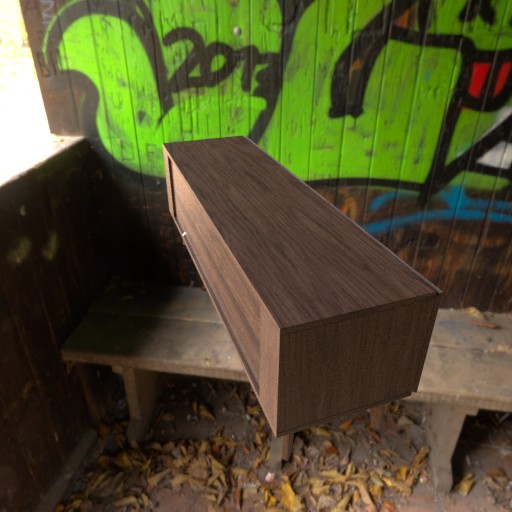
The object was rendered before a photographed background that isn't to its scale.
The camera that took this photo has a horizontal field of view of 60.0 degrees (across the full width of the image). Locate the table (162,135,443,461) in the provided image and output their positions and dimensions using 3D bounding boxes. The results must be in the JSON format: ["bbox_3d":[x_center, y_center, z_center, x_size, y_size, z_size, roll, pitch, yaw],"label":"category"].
[{"bbox_3d":[0.000,0.000,1.648,0.405,0.508,1.397,-10,32,-17],"label":"table"}]
